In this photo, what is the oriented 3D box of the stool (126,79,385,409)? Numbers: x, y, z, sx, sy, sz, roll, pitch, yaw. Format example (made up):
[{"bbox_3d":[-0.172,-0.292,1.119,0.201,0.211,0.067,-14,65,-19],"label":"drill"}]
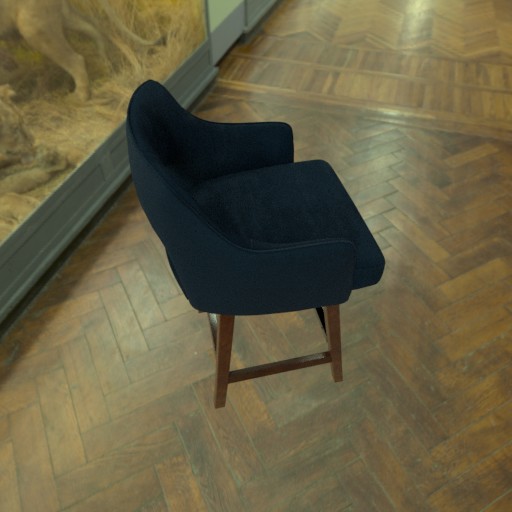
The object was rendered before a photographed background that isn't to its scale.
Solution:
[{"bbox_3d":[0.000,0.000,1.280,0.560,0.940,0.550,-9,47,-9],"label":"stool"}]
